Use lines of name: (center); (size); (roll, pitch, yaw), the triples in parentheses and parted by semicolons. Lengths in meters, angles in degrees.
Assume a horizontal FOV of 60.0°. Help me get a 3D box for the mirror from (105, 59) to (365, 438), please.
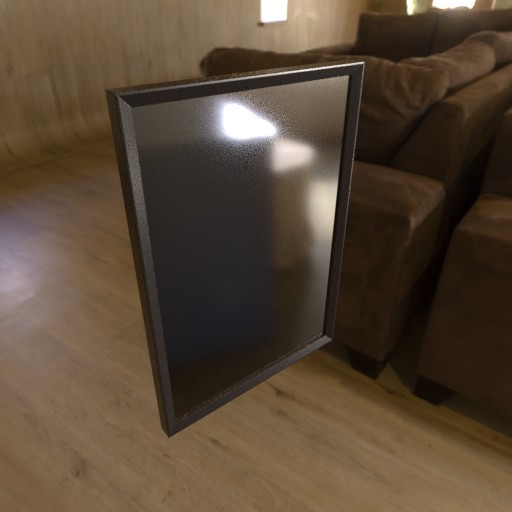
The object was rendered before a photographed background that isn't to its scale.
mirror: (0.000, 0.000, 0.919); (0.507, 0.710, 0.039); (-22, 37, -32)
